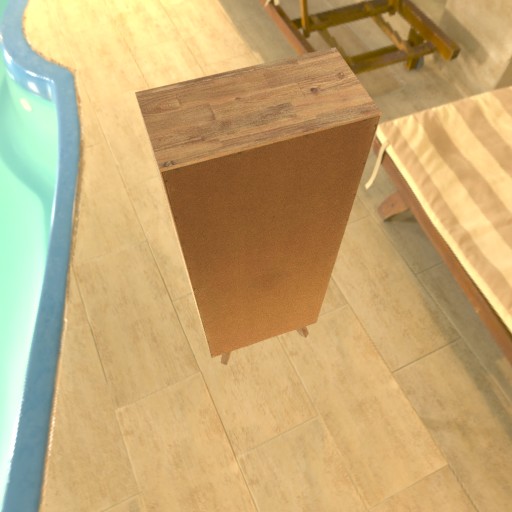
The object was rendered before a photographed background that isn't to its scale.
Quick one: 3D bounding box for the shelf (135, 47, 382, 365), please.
[{"bbox_3d":[0.000,0.000,1.555,0.491,1.342,0.267,-17,61,-10],"label":"shelf"}]
